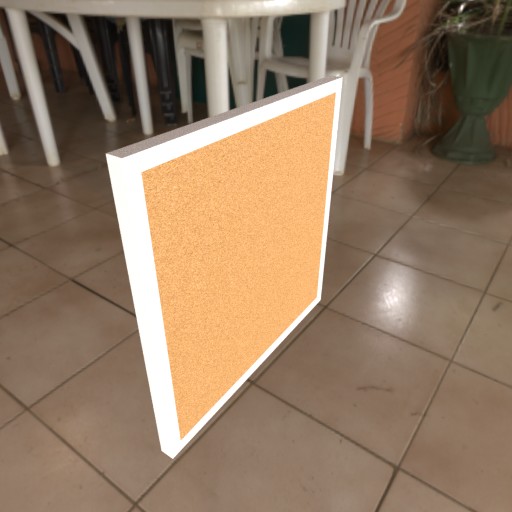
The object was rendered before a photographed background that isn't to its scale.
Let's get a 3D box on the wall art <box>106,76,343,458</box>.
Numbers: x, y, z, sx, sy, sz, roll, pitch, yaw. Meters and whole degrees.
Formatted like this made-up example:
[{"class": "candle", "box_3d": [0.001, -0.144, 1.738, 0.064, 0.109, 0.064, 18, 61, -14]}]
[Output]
[{"class": "wall art", "box_3d": [0.000, 0.000, 1.149, 0.038, 0.762, 0.762, 21, 38, 29]}]
